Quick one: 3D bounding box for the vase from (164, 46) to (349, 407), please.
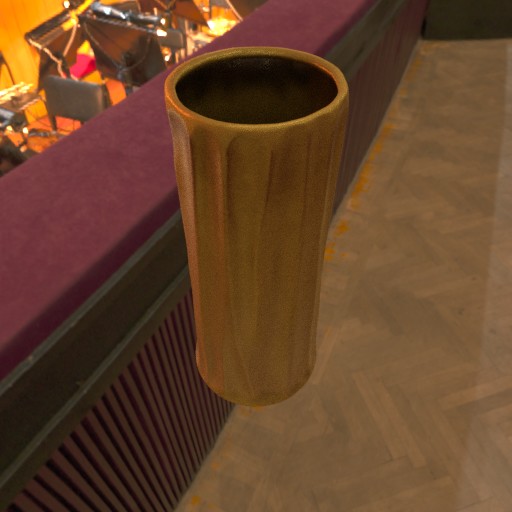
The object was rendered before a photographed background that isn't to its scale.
[{"bbox_3d":[0.000,0.000,0.176,0.061,0.143,0.061,0,46,0],"label":"vase"}]
